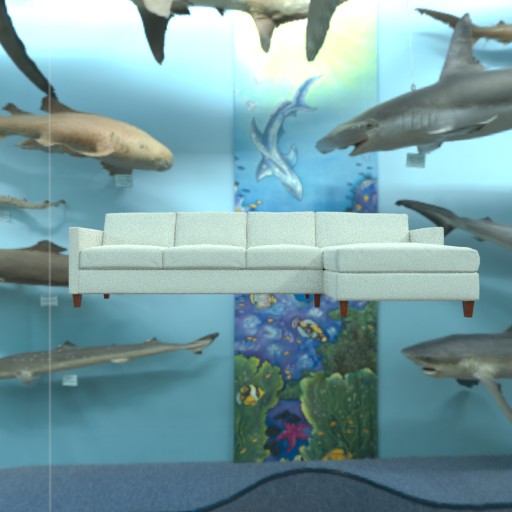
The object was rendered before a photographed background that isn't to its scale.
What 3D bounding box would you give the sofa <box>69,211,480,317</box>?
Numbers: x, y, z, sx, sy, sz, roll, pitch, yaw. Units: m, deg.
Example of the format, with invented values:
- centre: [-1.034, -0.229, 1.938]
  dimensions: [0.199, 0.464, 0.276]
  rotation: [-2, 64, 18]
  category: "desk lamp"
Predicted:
- centre: [0.000, 0.000, 4.198]
  dimensions: [3.471, 0.954, 1.606]
  rotation: [0, 0, 0]
  category: "sofa"
